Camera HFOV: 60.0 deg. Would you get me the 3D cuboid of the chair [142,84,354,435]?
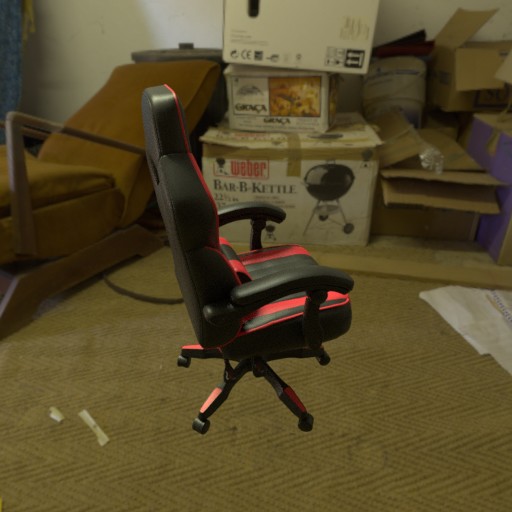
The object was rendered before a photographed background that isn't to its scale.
[{"bbox_3d":[0.000,0.000,1.668,0.700,1.220,0.700,-9,30,-16],"label":"chair"}]
